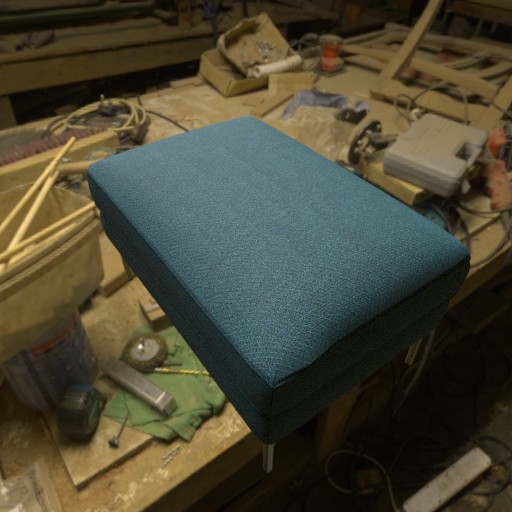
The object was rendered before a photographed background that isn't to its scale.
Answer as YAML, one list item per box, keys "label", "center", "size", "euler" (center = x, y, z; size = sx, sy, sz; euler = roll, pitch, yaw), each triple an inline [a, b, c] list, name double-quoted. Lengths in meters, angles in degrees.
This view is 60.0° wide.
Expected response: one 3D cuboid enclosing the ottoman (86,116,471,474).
- label: "ottoman"
  center: [0.000, 0.000, 1.179]
  size: [0.563, 0.498, 0.856]
  euler: [-26, 48, -26]
